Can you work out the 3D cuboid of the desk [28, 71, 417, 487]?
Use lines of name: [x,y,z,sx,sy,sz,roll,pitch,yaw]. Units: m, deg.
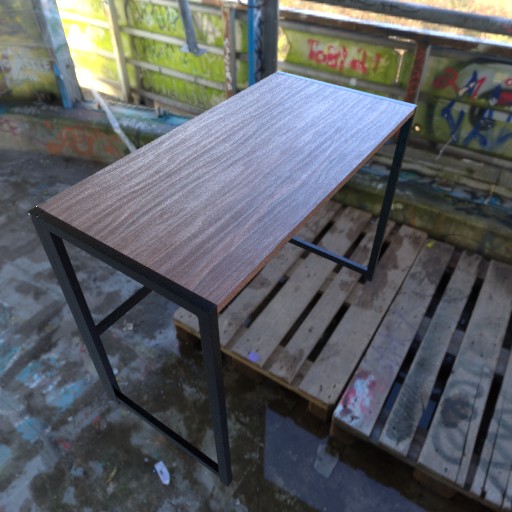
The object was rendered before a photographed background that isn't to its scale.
desk: [0.000,0.000,1.420,0.508,0.762,1.016,25,48,25]
